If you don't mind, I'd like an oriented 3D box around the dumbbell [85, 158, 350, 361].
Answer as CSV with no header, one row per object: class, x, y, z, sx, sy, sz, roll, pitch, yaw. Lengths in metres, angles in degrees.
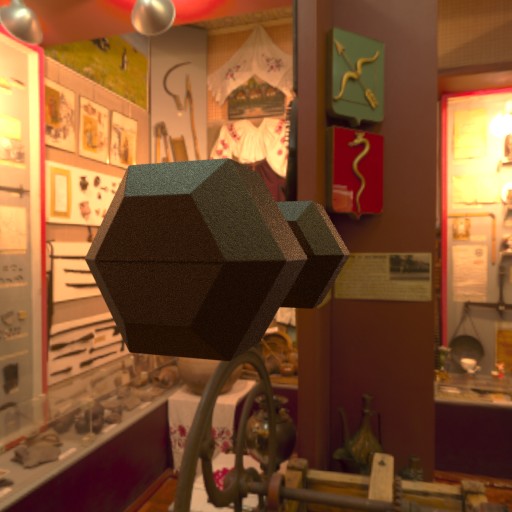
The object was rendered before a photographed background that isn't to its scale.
dumbbell,0.000,0.000,0.422,0.141,0.123,0.356,0,1,19
